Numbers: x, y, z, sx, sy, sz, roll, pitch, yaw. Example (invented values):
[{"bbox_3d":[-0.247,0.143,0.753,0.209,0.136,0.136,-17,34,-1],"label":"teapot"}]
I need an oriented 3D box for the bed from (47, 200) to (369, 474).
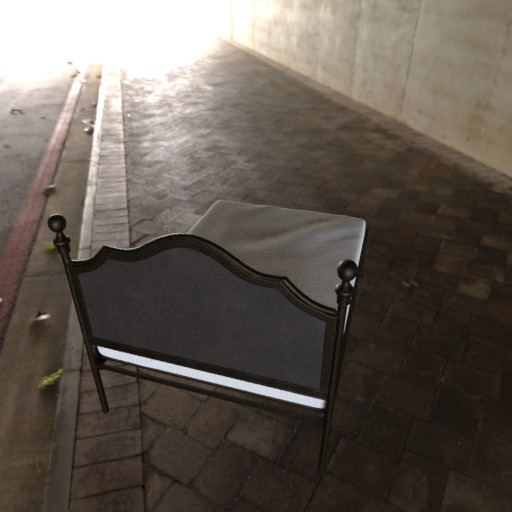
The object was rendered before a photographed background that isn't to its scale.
[{"bbox_3d":[0.000,0.000,3.244,1.533,1.462,2.170,9,33,15],"label":"bed"}]
